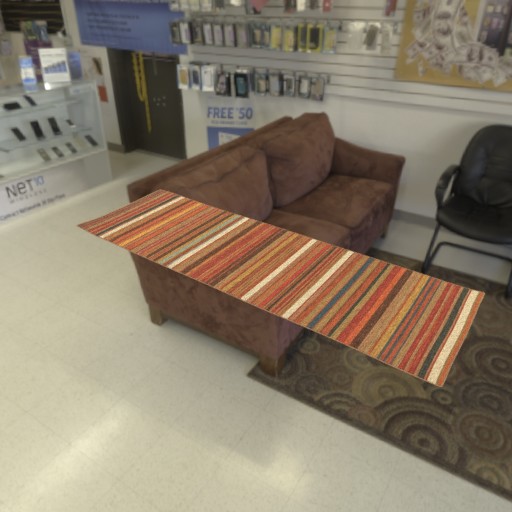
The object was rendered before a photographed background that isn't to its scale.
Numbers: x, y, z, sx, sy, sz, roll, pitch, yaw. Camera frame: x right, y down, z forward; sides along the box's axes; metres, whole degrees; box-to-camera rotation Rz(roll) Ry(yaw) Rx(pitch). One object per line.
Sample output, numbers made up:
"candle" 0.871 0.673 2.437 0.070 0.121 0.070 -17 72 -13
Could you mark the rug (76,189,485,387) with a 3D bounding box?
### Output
"rug" 0.000 0.000 2.696 2.444 0.030 0.799 20 37 29
